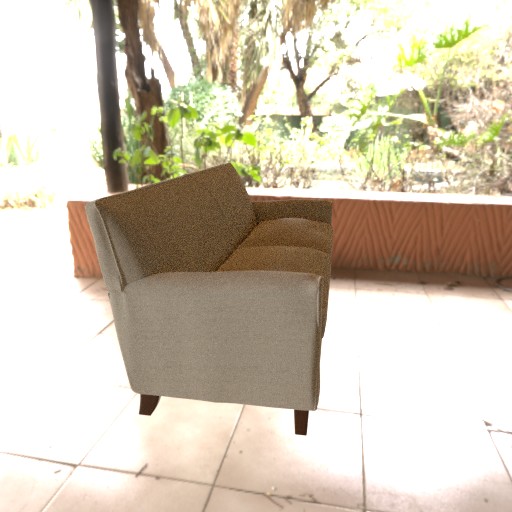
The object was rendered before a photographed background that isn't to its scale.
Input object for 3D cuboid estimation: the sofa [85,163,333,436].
[{"bbox_3d":[0.000,0.000,2.504,0.841,0.907,2.001,3,16,10],"label":"sofa"}]
